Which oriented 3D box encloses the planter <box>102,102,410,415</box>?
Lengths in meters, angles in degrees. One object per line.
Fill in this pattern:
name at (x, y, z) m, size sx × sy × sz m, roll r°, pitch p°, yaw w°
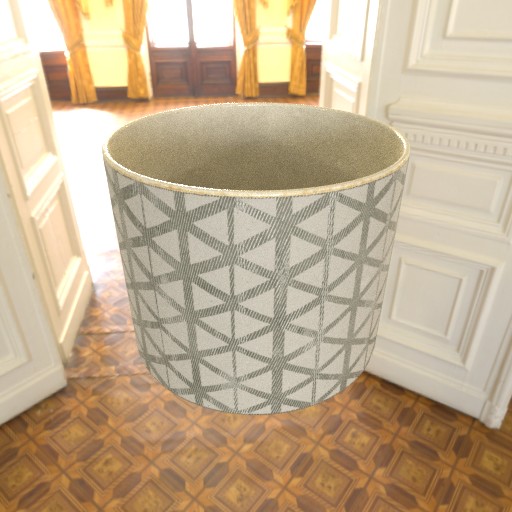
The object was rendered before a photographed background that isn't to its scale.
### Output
planter at (0.000, 0.000, 0.435) m, size 0.250 × 0.239 × 0.250 m, roll 0°, pitch 31°, yaw 0°
